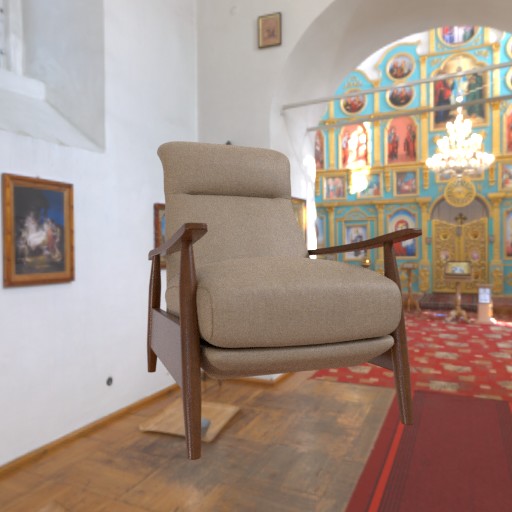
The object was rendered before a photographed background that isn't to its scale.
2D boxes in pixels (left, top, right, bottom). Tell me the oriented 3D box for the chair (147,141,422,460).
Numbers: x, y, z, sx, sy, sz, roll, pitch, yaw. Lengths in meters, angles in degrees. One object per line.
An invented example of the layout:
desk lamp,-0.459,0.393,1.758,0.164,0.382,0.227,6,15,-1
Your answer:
chair,0.000,0.000,1.758,0.762,1.082,1.030,0,0,-20
